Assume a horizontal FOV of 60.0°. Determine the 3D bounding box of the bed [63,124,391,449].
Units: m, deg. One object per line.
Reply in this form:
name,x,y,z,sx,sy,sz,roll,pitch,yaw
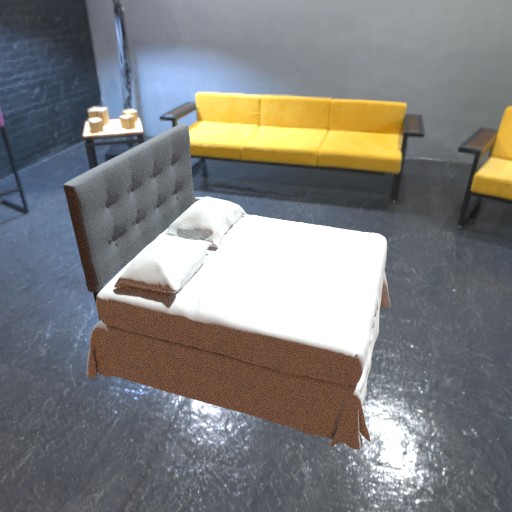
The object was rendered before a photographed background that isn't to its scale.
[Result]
bed,0.000,0.000,3.581,2.222,1.577,1.936,10,32,16
